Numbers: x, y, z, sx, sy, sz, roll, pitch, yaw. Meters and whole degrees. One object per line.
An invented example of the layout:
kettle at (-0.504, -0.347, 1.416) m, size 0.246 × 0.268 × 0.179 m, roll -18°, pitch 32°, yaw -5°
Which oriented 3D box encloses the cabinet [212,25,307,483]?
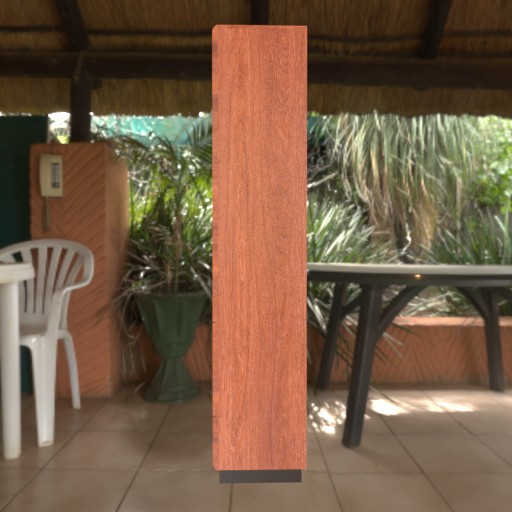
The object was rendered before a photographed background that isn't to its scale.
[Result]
cabinet at (0.000, 0.000, 2.236) m, size 0.420 × 1.980 × 0.660 m, roll 0°, pitch 1°, yaw -2°
